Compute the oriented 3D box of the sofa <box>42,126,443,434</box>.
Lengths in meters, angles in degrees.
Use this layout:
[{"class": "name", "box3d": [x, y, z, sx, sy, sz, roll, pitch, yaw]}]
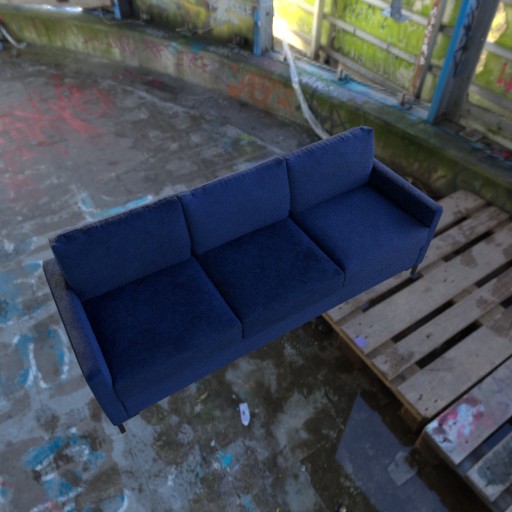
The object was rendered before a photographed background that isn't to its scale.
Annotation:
[{"class": "sofa", "box3d": [0.000, 0.000, 2.691, 2.252, 0.879, 0.875, -24, 51, -21]}]
